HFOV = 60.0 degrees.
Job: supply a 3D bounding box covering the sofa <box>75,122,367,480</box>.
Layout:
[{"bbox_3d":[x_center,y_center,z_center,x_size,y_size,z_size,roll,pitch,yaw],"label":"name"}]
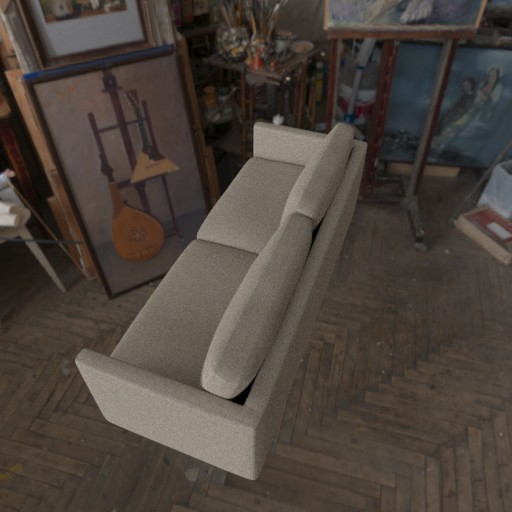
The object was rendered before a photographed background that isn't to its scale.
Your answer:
[{"bbox_3d":[0.000,0.000,2.932,0.951,0.965,2.434,15,47,15],"label":"sofa"}]
